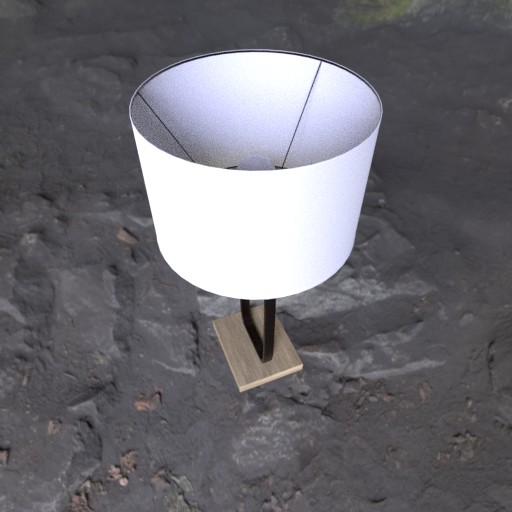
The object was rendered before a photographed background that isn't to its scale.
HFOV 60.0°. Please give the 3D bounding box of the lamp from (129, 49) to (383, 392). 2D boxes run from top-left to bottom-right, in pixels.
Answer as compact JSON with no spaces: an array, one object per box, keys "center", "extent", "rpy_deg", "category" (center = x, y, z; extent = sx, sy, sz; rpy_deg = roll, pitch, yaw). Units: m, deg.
[{"center":[0.000,0.000,0.679],"extent":[0.279,0.508,0.279],"rpy_deg":[-16,48,-15],"category":"lamp"}]
